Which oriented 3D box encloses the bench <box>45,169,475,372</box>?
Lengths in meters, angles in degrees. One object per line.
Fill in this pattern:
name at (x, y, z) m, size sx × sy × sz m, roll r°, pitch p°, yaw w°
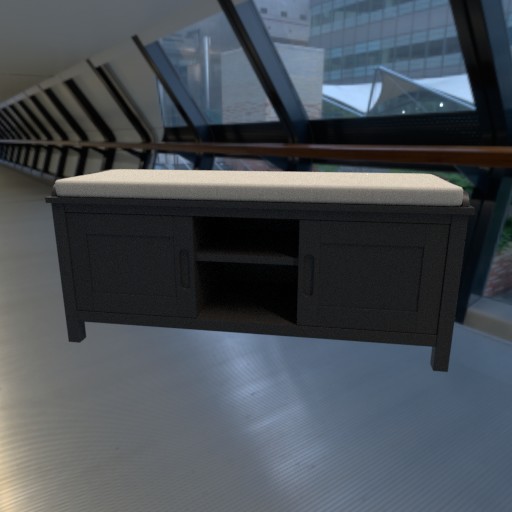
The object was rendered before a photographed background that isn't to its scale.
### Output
bench at (0.000, 0.000, 1.405) m, size 1.140 × 0.501 × 0.398 m, roll 3°, pitch 16°, yaw 9°
